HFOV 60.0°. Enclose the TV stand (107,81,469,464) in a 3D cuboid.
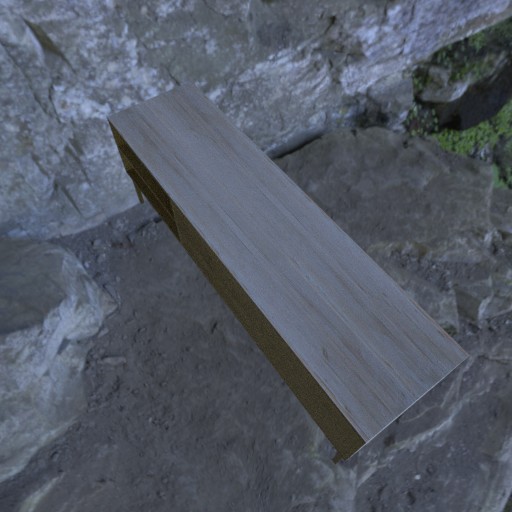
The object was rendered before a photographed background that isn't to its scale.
[{"bbox_3d":[0.000,0.000,1.837,0.420,0.550,1.600,-31,62,-18],"label":"TV stand"}]
